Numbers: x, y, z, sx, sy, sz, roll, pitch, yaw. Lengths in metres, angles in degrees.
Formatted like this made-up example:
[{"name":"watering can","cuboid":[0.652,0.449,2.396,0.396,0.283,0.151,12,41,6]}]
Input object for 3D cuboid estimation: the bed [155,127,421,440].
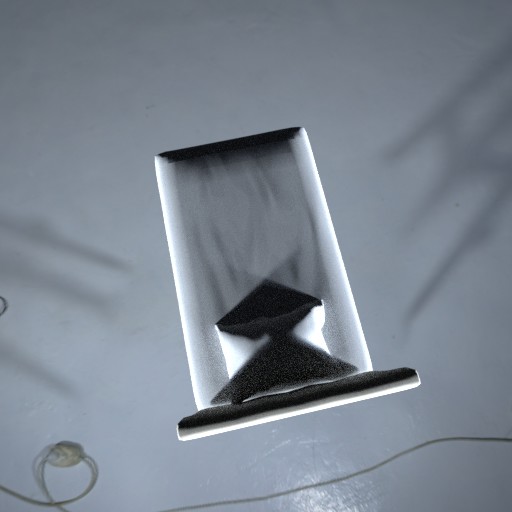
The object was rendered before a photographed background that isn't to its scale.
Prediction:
[{"name":"bed","cuboid":[0.000,0.000,3.011,1.261,1.571,1.997,-12,74,-3]}]
